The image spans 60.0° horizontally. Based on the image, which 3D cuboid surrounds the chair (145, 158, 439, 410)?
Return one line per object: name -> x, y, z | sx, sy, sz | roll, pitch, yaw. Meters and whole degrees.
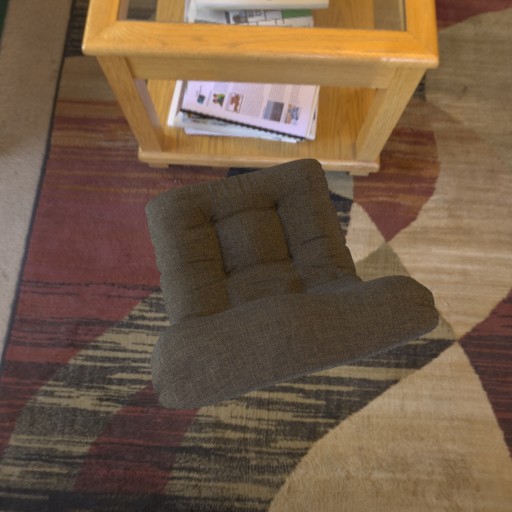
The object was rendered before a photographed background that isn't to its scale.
chair -> 0.000, 0.000, 1.212 | 0.597, 0.749, 0.668 | -14, 75, -4
